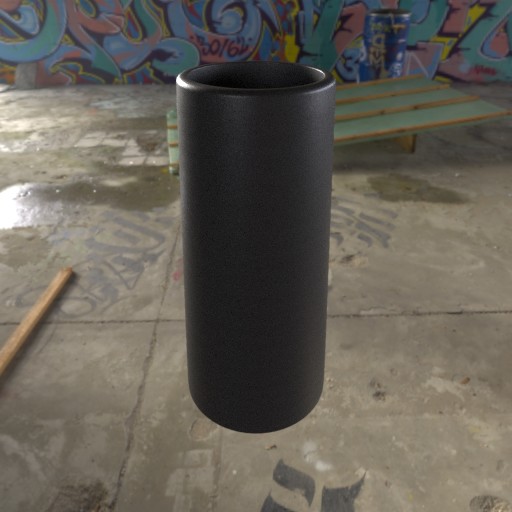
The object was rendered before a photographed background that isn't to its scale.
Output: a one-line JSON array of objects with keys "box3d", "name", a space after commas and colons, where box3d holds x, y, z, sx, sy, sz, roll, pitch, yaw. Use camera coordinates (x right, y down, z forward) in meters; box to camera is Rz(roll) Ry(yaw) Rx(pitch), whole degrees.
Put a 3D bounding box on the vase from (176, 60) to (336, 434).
[{"box3d": [0.000, 0.000, 0.373, 0.136, 0.289, 0.136, 10, 34, 15], "name": "vase"}]
